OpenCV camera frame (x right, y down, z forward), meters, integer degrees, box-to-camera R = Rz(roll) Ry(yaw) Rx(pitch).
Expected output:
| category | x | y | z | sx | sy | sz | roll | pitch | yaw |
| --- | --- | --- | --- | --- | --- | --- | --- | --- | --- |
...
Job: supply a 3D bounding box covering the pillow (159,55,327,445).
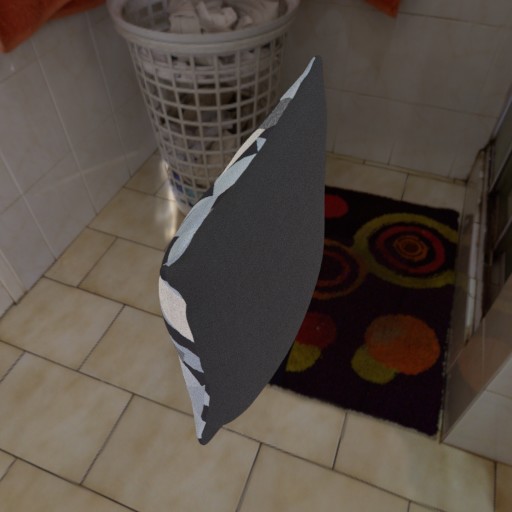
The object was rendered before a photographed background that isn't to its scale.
| category | x | y | z | sx | sy | sz | roll | pitch | yaw |
| --- | --- | --- | --- | --- | --- | --- | --- | --- | --- |
| pillow | 0.000 | 0.000 | 0.756 | 0.208 | 0.496 | 0.503 | 18 | 51 | 15 |
